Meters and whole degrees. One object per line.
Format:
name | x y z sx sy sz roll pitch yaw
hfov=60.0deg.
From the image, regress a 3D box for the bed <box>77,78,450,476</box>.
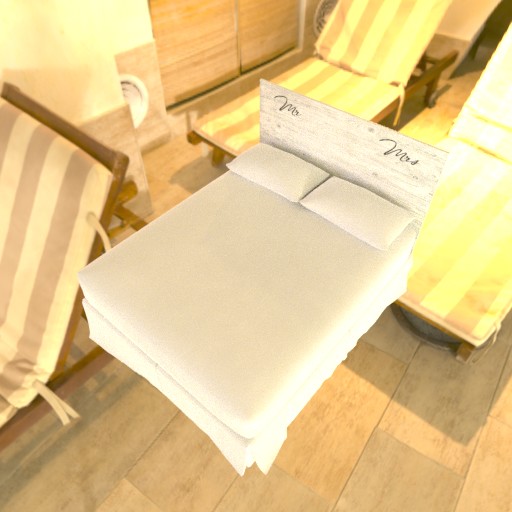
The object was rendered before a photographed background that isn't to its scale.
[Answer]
bed | 0.000 0.000 3.160 1.745 1.335 2.094 32 55 26
